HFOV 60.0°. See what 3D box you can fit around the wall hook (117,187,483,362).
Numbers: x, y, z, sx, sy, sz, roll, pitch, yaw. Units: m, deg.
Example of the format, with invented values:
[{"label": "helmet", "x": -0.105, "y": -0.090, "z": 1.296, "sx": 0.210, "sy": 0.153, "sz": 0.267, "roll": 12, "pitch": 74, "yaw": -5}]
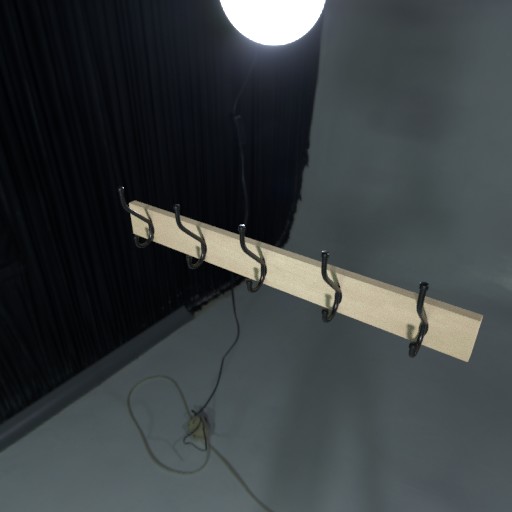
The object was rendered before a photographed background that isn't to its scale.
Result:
[{"label": "wall hook", "x": 0.000, "y": 0.000, "z": 0.614, "sx": 0.571, "sy": 0.117, "sz": 0.071, "roll": 19, "pitch": 35, "yaw": 30}]
